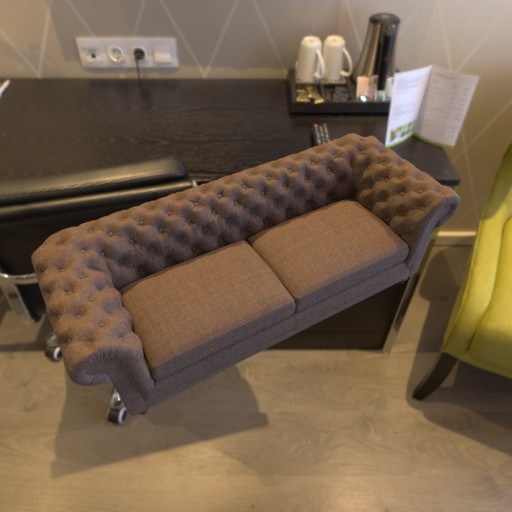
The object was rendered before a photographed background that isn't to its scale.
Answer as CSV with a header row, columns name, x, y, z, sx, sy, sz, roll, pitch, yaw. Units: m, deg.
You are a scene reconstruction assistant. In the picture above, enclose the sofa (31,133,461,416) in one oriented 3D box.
name,x,y,z,sx,sy,sz,roll,pitch,yaw
sofa,0.000,0.000,2.768,2.385,0.787,0.944,-23,50,-21
